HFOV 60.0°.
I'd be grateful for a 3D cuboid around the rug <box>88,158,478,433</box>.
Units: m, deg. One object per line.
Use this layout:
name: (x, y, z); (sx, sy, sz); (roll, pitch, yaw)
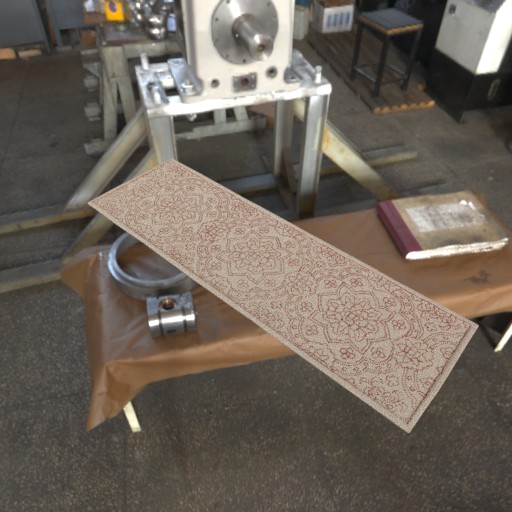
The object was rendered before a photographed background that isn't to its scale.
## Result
rug: (0.000, 0.000, 2.690); (2.448, 0.012, 0.769); (32, 53, 28)
